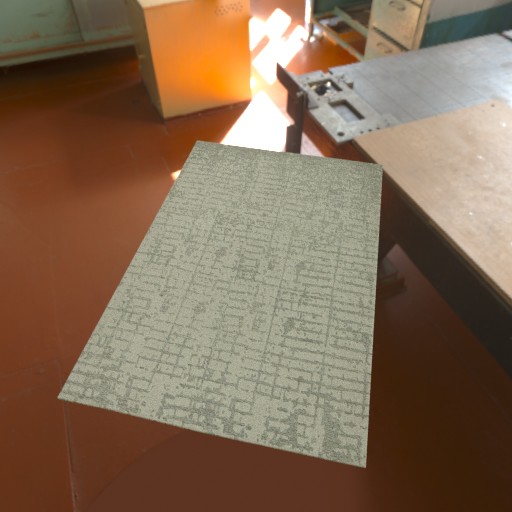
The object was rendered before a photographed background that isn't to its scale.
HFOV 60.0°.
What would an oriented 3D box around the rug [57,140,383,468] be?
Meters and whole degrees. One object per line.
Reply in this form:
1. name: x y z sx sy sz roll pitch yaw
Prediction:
1. rug: 0.000 0.000 2.263 1.211 0.007 1.827 10 49 8
